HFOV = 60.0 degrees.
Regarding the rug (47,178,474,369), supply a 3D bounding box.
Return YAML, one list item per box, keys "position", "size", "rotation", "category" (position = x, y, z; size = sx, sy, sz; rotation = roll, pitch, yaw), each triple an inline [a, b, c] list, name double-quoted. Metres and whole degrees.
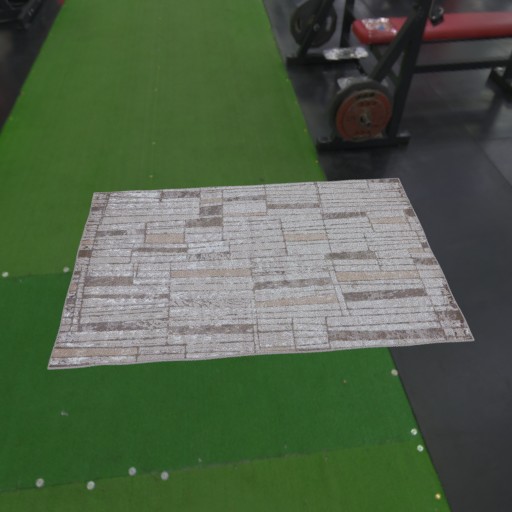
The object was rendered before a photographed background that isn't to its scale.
- position: [0.000, 0.000, 3.030]
  size: [2.444, 0.023, 1.531]
  rotation: [-3, 48, -3]
  category: "rug"
